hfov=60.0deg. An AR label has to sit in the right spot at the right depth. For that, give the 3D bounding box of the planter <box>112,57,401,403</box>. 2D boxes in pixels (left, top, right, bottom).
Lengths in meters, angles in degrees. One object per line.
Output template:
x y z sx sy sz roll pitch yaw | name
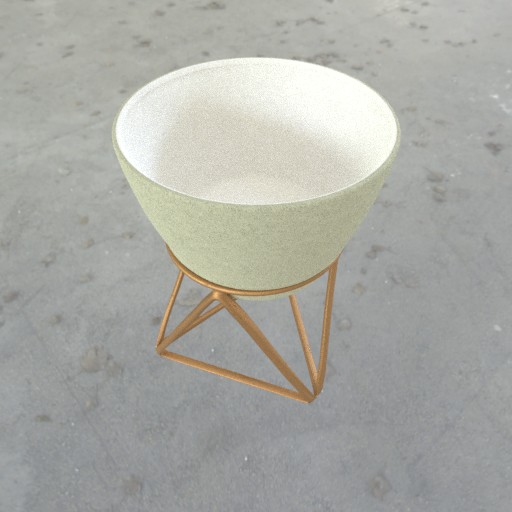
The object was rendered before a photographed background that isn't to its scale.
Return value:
0.000 0.000 0.730 0.350 0.504 0.350 -31 54 -26 | planter
